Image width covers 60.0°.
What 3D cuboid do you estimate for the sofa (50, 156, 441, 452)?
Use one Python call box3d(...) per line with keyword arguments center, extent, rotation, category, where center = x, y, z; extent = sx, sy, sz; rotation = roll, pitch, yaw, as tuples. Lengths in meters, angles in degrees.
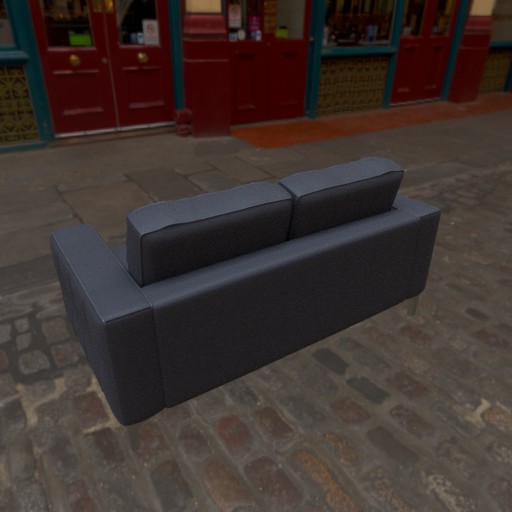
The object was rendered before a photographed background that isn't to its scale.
box3d(center=(0.000, 0.000, 2.181), extent=(1.726, 0.893, 0.833), rotation=(-17, 33, -29), category="sofa")
